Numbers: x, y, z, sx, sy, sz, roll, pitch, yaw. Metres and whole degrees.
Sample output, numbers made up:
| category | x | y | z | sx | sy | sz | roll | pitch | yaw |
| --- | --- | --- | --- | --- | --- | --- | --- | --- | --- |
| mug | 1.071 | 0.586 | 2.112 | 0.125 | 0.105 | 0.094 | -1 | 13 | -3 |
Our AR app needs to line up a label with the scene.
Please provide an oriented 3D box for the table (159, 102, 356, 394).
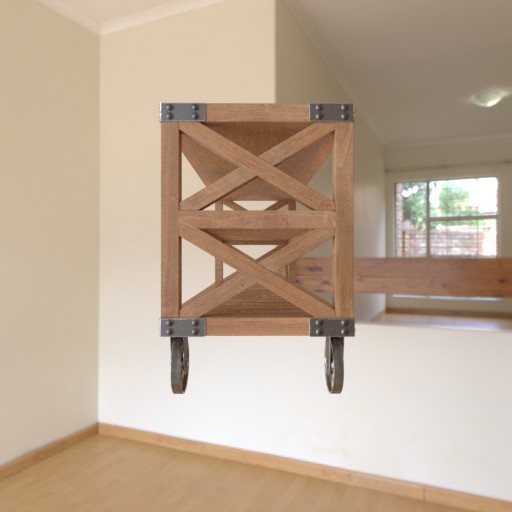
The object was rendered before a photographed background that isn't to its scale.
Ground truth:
| category | x | y | z | sx | sy | sz | roll | pitch | yaw |
| --- | --- | --- | --- | --- | --- | --- | --- | --- | --- |
| table | 0.000 | 0.000 | 1.768 | 0.467 | 0.711 | 1.487 | 0 | 0 | 0 |
